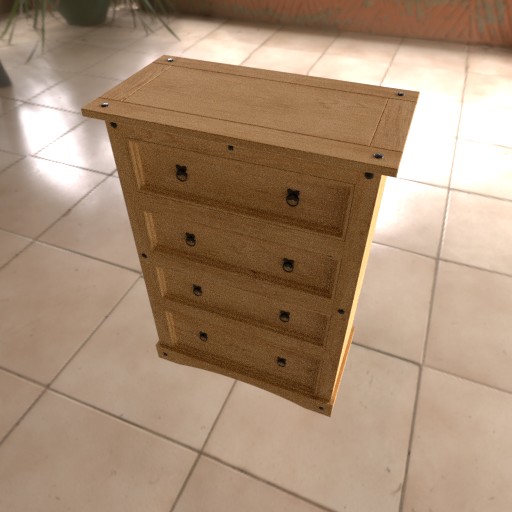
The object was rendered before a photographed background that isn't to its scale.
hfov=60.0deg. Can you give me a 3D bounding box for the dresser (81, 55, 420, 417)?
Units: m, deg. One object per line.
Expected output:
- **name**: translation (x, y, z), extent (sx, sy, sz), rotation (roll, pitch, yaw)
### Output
- **dresser**: translation (0.000, 0.000, 1.781), extent (0.915, 1.300, 0.485), rotation (15, 45, 15)
